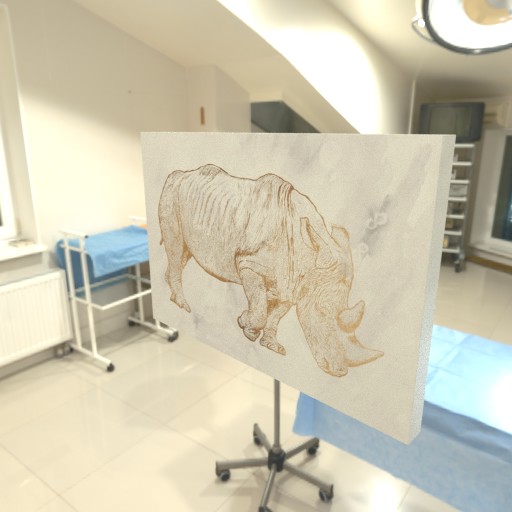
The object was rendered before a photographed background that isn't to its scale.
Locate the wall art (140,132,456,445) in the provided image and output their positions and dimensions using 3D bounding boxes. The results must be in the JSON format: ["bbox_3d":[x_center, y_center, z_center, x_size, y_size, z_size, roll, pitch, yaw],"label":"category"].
[{"bbox_3d":[0.000,0.000,0.762,0.609,0.407,0.038,15,22,42],"label":"wall art"}]
